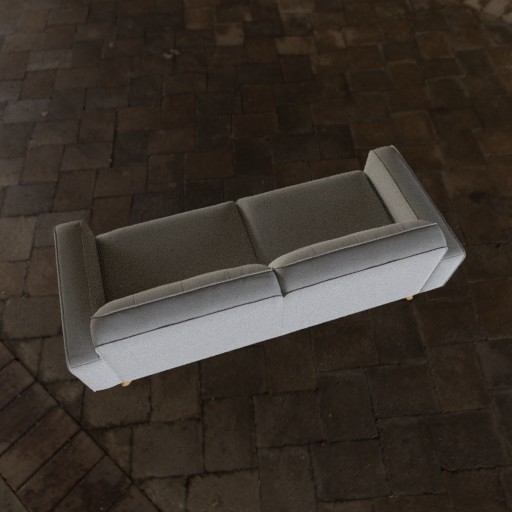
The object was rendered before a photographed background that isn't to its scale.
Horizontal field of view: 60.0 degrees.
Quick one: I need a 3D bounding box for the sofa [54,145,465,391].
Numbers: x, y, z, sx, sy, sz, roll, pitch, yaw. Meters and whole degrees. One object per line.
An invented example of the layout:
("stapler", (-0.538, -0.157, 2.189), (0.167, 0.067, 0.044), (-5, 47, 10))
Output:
("sofa", (0.000, 0.000, 2.732), (2.270, 0.781, 0.956), (-15, 59, -9))
